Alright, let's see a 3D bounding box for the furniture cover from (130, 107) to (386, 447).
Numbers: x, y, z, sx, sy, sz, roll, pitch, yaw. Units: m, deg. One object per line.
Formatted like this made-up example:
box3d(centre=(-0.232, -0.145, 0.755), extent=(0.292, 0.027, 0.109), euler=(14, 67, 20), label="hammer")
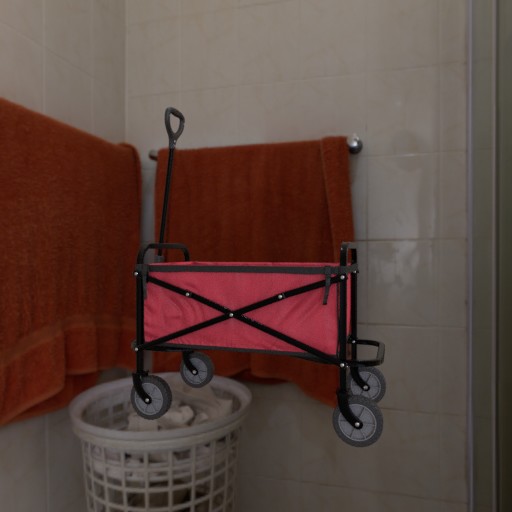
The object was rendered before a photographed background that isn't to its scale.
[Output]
box3d(centre=(0.000, 0.000, 1.855), extent=(1.038, 1.295, 0.532), euler=(0, 1, 18), label="furniture cover")
